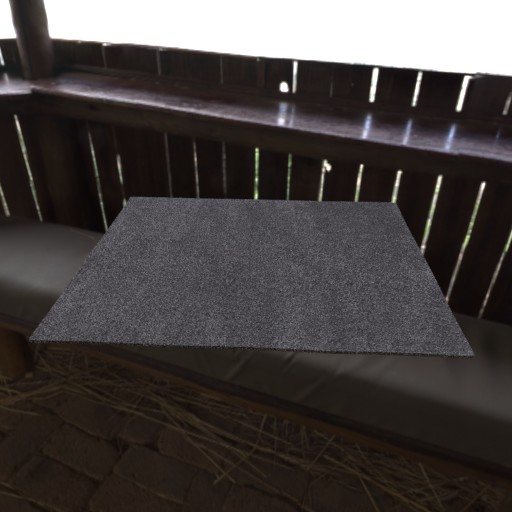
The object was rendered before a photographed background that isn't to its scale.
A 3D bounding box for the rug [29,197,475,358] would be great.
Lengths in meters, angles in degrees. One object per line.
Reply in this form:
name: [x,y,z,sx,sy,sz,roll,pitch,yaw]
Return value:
rug: [0.000,0.000,3.986,3.000,0.025,2.401,2,32,3]
